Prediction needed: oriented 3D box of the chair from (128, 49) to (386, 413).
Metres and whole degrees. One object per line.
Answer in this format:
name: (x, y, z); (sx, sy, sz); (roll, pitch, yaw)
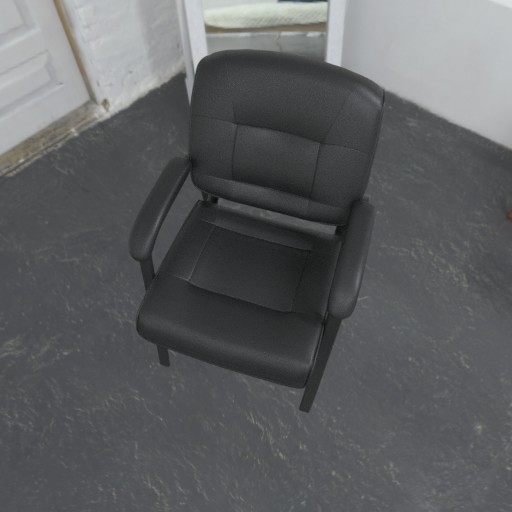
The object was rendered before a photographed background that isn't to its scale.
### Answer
chair: (0.000, 0.000, 1.299); (0.591, 0.910, 0.668); (15, 59, 9)
